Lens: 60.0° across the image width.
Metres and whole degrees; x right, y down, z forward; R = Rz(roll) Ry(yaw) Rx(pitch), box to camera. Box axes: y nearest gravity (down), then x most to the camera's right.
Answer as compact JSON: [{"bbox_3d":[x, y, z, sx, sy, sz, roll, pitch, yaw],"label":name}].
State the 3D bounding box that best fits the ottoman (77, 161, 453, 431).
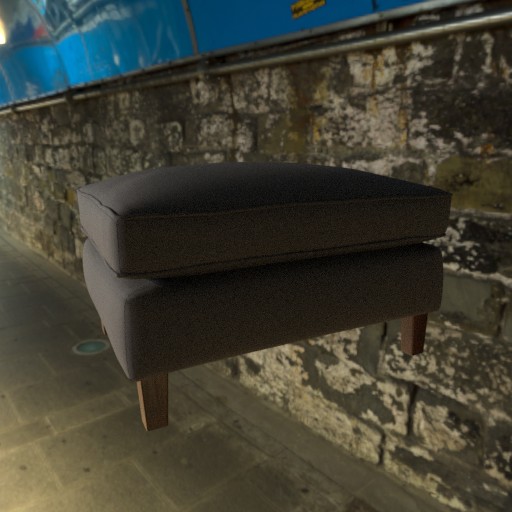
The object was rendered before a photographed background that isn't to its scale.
[{"bbox_3d":[0.000,0.000,0.978,0.686,0.406,0.508,-7,16,-26],"label":"ottoman"}]
